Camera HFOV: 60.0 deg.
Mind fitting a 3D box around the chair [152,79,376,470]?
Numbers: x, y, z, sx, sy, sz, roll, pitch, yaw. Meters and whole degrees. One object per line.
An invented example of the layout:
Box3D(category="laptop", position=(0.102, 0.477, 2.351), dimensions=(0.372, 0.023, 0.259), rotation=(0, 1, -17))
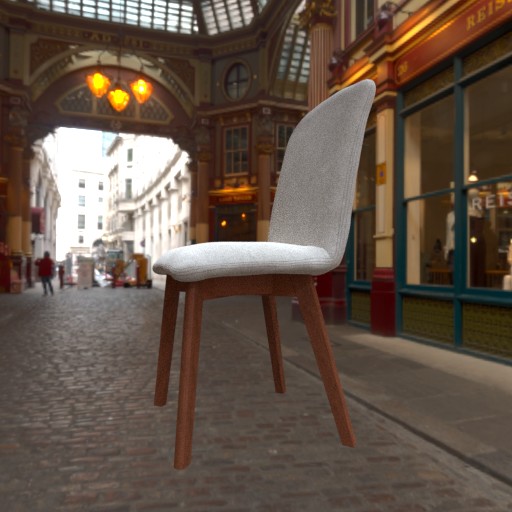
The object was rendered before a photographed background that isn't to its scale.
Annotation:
Box3D(category="chair", position=(0.000, 0.000, 1.315), dimensions=(0.563, 0.974, 0.522), rotation=(0, -1, -19))
